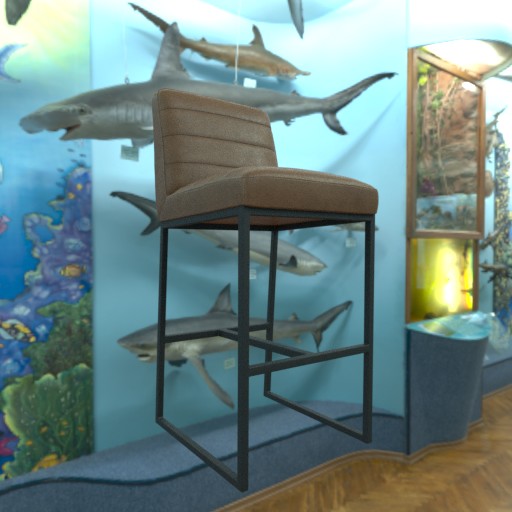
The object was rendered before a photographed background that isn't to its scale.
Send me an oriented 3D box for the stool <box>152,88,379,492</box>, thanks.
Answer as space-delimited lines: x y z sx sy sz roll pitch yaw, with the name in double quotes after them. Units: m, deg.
0.000 0.000 1.307 0.458 1.040 0.556 -1 2 -35 "stool"
